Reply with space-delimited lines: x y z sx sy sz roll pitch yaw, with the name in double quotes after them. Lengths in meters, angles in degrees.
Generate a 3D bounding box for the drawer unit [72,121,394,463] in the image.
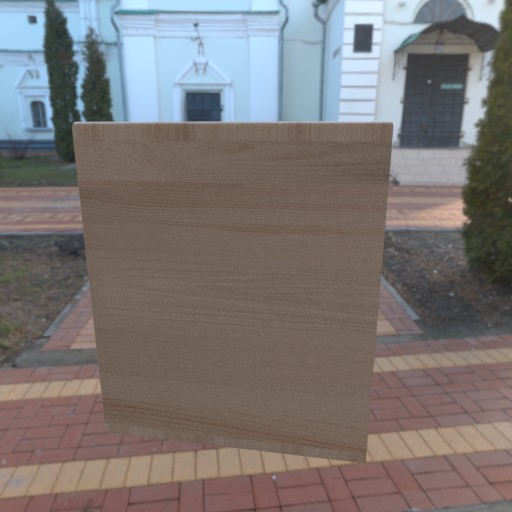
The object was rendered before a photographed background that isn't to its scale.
0.000 0.000 0.600 0.290 0.344 0.344 3 16 9 "drawer unit"
